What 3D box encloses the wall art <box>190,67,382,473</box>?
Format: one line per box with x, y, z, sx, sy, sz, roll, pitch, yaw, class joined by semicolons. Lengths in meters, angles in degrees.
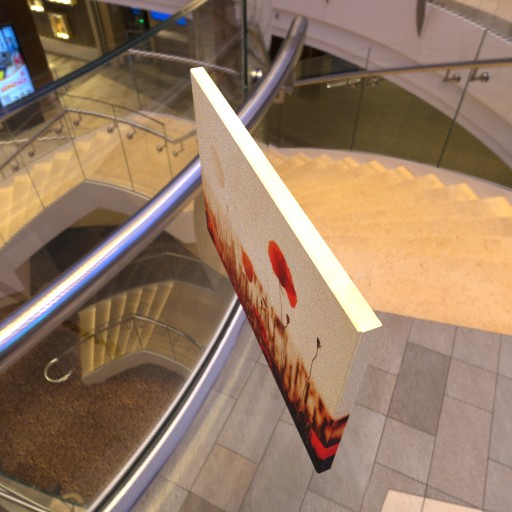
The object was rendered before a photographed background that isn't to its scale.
0.000;0.000;1.142;0.038;0.602;0.918;-16;48;-14;wall art
